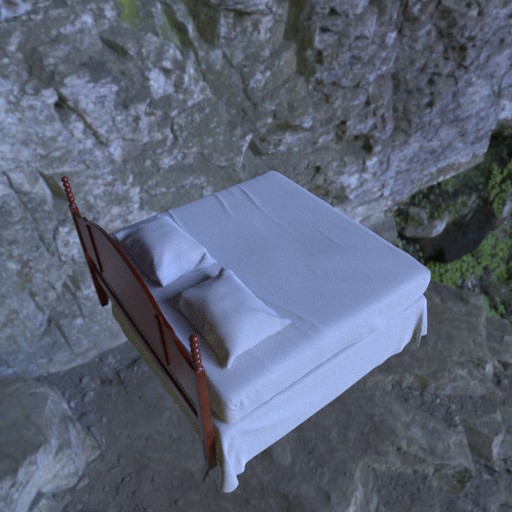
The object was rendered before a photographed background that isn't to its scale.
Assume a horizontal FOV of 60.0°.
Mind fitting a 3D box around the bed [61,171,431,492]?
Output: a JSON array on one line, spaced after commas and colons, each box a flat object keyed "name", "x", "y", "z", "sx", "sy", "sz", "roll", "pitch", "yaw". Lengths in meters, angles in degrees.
[{"name": "bed", "x": 0.000, "y": 0.000, "z": 3.613, "sx": 2.219, "sy": 1.355, "sz": 2.322, "roll": -26, "pitch": 47, "yaw": -27}]
